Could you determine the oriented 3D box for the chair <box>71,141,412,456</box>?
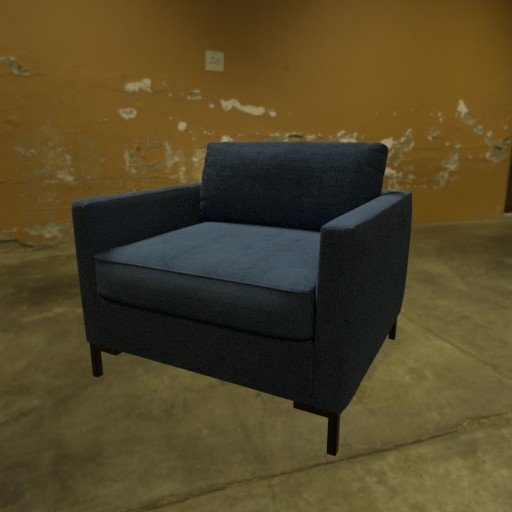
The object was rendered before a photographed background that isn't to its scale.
[{"bbox_3d":[0.000,0.000,1.625,0.964,0.812,0.875,8,17,27],"label":"chair"}]
